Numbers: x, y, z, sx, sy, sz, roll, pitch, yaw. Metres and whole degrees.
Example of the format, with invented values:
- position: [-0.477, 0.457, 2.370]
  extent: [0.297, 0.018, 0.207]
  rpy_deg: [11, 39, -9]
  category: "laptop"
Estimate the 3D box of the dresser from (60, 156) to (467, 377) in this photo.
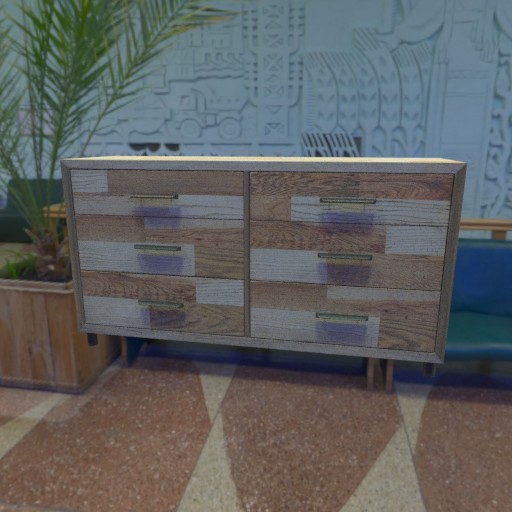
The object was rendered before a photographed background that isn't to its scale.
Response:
- position: [0.000, 0.000, 1.949]
  extent: [1.547, 0.834, 0.487]
  rpy_deg: [3, 15, 11]
  category: "dresser"
